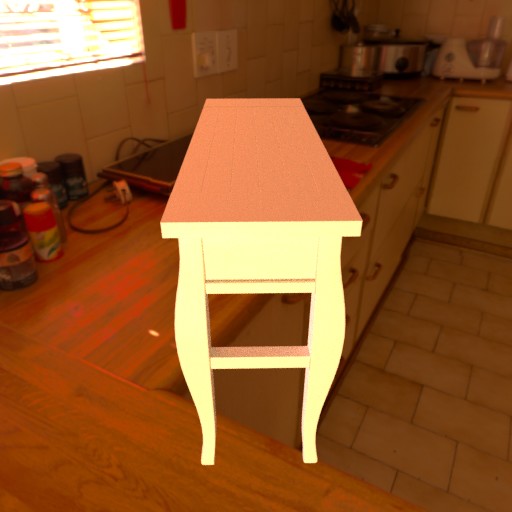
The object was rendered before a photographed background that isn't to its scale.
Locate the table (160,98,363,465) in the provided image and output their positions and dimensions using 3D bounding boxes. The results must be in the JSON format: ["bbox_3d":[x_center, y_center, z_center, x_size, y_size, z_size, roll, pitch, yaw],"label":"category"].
[{"bbox_3d":[0.000,0.000,1.431,0.373,0.768,1.062,-1,31,-1],"label":"table"}]
